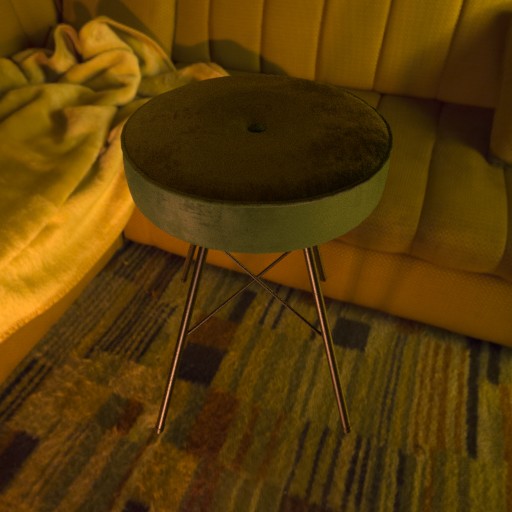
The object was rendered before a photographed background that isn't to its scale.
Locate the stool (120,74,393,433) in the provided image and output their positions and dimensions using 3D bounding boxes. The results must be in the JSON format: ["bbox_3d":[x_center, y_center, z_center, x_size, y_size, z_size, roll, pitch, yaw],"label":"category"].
[{"bbox_3d":[0.000,0.000,0.895,0.430,0.595,0.457,0,43,0],"label":"stool"}]
